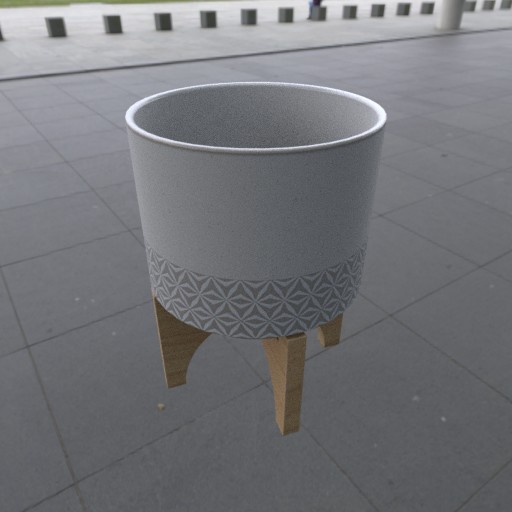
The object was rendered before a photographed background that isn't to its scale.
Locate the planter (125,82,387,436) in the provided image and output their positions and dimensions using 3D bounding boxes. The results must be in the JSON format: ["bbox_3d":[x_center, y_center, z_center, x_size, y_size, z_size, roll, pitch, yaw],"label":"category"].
[{"bbox_3d":[0.000,0.000,0.397,0.188,0.260,0.188,0,32,0],"label":"planter"}]
